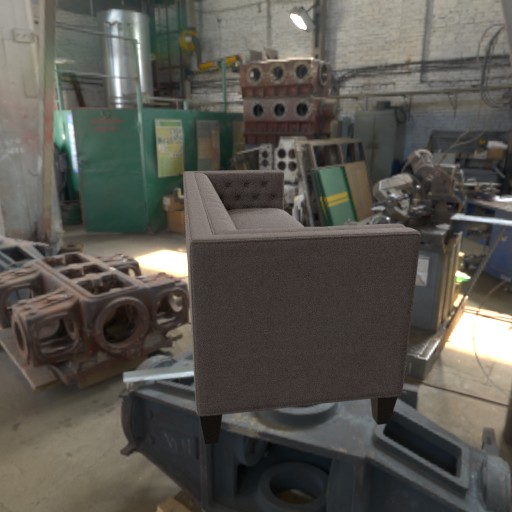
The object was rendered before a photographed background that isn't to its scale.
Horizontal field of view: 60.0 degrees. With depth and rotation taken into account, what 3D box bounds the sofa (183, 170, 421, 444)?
[{"bbox_3d":[0.000,0.000,2.535,0.775,0.762,2.159,-3,17,-9],"label":"sofa"}]
